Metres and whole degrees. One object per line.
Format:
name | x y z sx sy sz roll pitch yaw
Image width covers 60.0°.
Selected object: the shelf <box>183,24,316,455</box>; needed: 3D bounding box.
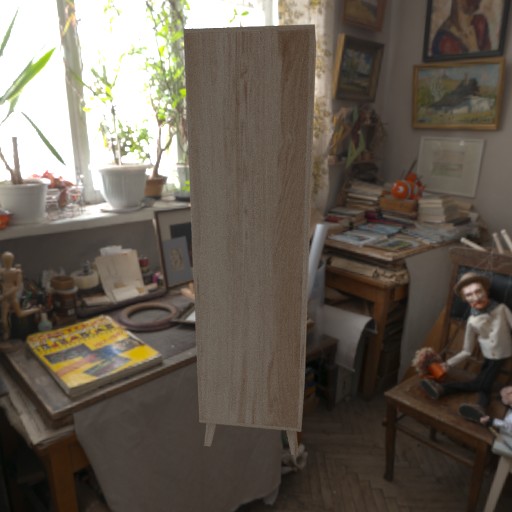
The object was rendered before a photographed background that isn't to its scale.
shelf | 0.000 0.000 2.183 0.510 1.960 0.450 2 16 8
